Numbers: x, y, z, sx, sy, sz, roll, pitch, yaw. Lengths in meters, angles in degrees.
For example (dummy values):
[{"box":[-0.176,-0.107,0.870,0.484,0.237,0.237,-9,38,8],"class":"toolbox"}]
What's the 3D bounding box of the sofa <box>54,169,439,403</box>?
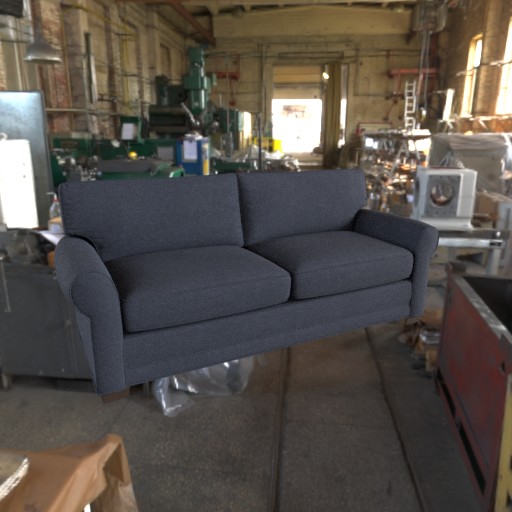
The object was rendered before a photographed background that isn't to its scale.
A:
[{"box":[0.000,0.000,2.891,2.391,1.026,0.954,-8,17,-26],"class":"sofa"}]
